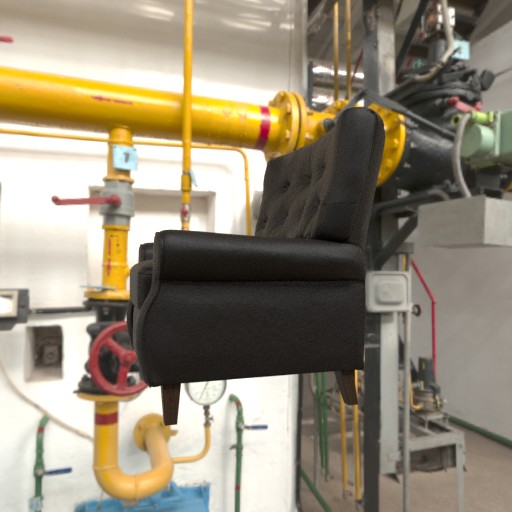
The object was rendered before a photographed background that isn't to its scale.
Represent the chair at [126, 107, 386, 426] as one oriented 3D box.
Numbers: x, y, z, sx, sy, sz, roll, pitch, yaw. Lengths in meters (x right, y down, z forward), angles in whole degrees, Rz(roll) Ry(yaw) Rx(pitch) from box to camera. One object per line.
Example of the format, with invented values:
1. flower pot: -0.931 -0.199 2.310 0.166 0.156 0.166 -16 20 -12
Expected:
1. chair: 0.000 0.000 1.944 1.058 1.158 0.948 1 -2 -19
